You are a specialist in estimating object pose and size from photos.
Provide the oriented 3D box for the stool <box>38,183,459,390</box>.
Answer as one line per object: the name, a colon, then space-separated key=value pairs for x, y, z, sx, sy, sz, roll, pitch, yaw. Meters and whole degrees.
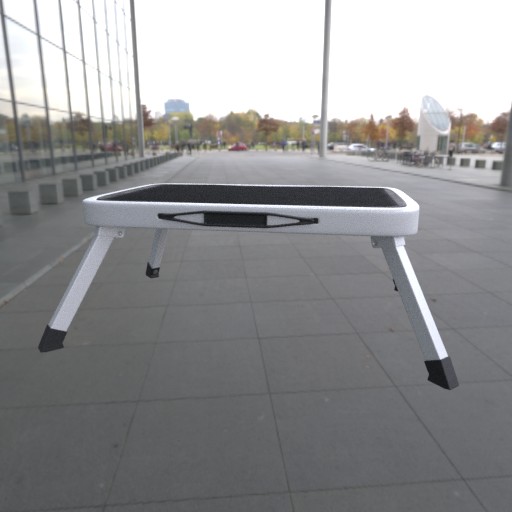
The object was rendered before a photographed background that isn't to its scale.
stool: x=0.000 y=0.000 z=0.597 sx=0.460 sy=0.170 sz=0.320 roll=3 pitch=15 yaw=10
